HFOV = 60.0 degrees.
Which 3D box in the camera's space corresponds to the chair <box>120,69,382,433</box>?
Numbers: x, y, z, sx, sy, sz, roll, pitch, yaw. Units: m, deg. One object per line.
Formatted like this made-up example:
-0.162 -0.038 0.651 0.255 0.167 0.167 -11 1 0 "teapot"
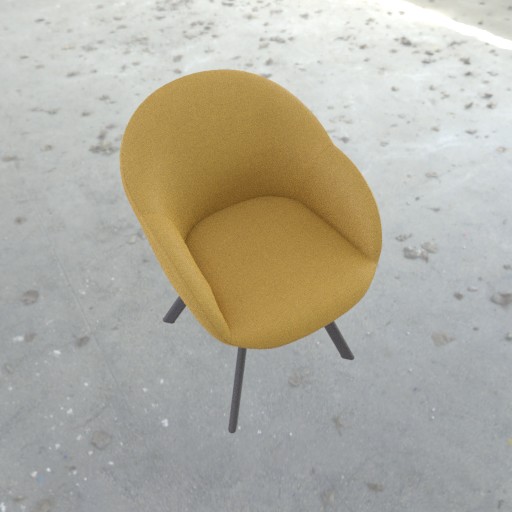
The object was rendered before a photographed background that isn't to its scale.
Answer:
0.000 0.000 1.204 0.551 0.793 0.583 -24 50 -22 "chair"
